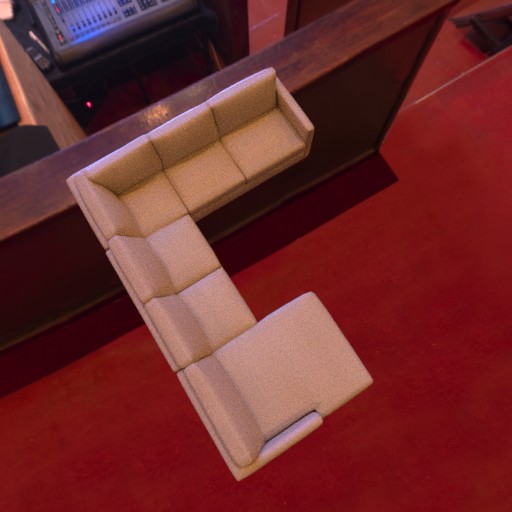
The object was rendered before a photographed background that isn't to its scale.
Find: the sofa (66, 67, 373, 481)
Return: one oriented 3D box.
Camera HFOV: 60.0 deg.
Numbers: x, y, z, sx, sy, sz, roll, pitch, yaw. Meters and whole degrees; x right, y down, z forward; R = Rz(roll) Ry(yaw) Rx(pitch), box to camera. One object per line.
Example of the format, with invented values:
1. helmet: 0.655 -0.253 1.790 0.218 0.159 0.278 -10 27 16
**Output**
1. sofa: 0.000 0.000 4.678 2.594 0.961 3.460 -32 77 -8
